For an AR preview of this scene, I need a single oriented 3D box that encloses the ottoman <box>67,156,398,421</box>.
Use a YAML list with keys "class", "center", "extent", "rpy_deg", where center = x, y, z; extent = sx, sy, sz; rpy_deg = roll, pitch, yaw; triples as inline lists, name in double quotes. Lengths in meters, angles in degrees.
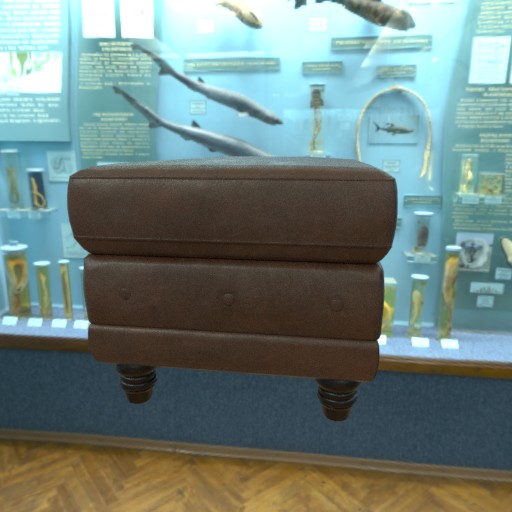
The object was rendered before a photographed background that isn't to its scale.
- class: "ottoman"
  center: [0.000, 0.000, 1.175]
  extent: [0.588, 0.509, 0.795]
  rpy_deg: [2, 14, 8]
